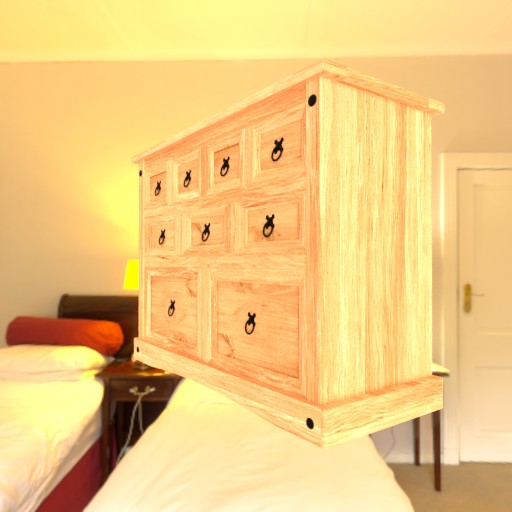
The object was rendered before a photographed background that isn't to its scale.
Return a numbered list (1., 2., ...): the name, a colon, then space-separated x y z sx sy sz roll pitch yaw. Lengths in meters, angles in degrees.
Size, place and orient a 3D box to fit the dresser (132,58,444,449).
1. dresser: 0.000 0.000 1.349 0.410 0.740 0.990 0 -1 -36
